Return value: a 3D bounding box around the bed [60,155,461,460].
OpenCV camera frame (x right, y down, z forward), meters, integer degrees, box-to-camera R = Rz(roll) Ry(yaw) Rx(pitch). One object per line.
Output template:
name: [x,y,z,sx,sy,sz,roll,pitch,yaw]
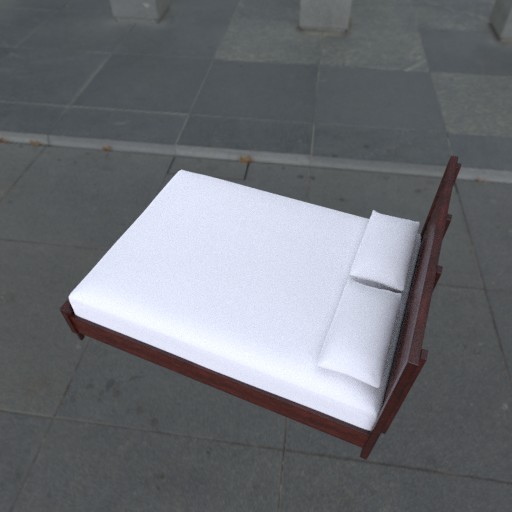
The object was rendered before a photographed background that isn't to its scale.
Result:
bed: [0.000,0.000,3.884,2.803,1.492,2.040,17,50,15]
